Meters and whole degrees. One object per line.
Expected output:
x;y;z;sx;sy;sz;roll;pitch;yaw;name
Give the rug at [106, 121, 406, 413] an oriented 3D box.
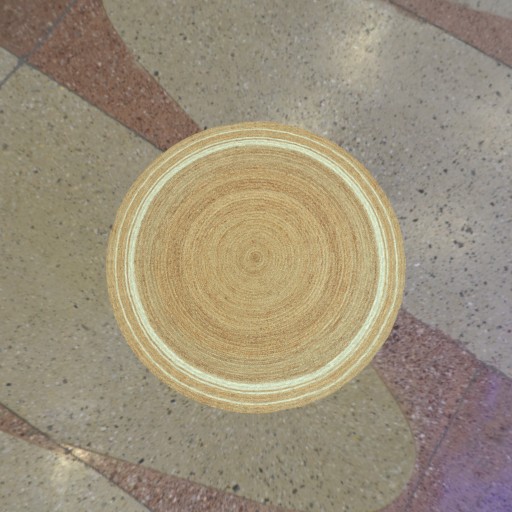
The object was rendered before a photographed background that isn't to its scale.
0.000;0.000;3.633;2.444;0.015;2.444;0;76;0;rug
